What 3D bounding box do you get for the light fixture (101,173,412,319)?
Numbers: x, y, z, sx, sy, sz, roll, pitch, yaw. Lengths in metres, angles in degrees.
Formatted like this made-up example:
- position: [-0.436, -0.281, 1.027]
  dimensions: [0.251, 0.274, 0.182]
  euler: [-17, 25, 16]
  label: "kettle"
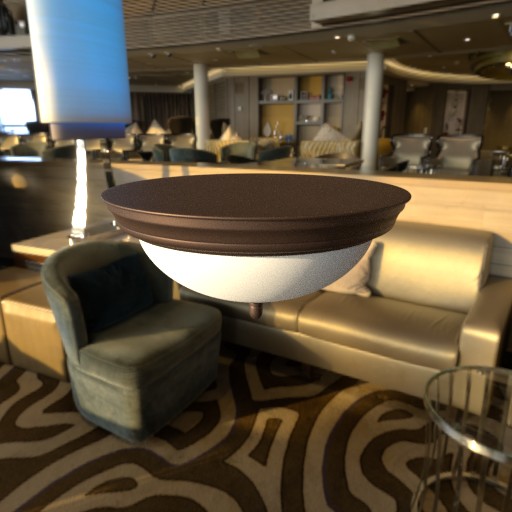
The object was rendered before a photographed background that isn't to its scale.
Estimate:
- position: [0.000, 0.000, 0.440]
  dimensions: [0.280, 0.135, 0.280]
  euler: [0, 16, 0]
  label: "light fixture"
